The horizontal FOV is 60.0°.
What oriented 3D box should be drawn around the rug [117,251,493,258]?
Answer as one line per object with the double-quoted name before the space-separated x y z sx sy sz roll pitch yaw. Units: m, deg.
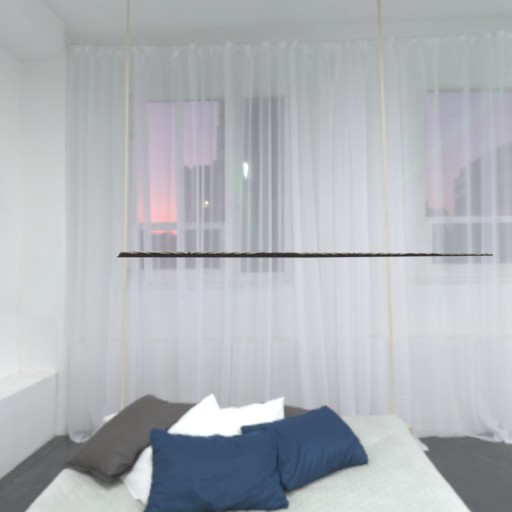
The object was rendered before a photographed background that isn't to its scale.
"rug" 0.000 0.000 4.087 2.438 0.016 3.048 0 -1 -18
